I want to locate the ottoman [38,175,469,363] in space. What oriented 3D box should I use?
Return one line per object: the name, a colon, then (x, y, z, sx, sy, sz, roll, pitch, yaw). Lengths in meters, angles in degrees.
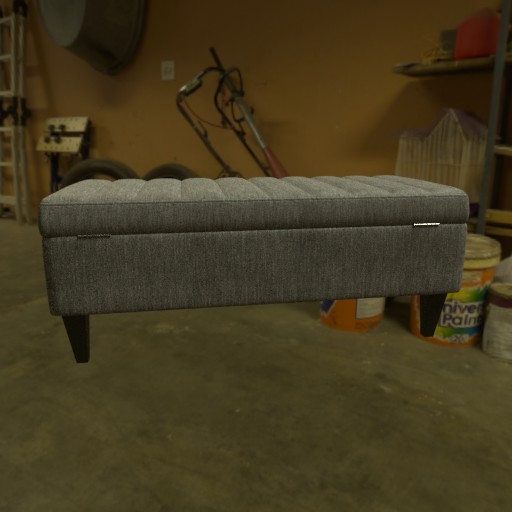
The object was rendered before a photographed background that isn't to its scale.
ottoman: (0.000, 0.000, 1.417, 1.151, 0.469, 0.482, -2, 15, -9)
